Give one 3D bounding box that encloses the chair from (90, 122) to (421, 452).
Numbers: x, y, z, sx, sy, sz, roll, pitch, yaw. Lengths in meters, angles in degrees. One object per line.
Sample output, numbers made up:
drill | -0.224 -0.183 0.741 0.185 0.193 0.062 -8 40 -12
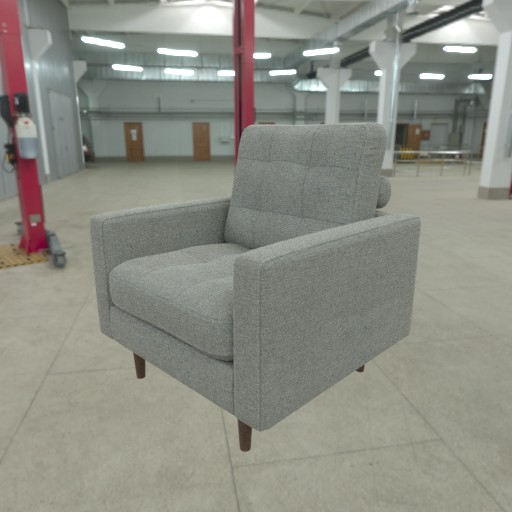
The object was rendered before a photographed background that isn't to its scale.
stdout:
chair | 0.000 0.000 1.524 0.821 0.880 0.843 15 21 42
